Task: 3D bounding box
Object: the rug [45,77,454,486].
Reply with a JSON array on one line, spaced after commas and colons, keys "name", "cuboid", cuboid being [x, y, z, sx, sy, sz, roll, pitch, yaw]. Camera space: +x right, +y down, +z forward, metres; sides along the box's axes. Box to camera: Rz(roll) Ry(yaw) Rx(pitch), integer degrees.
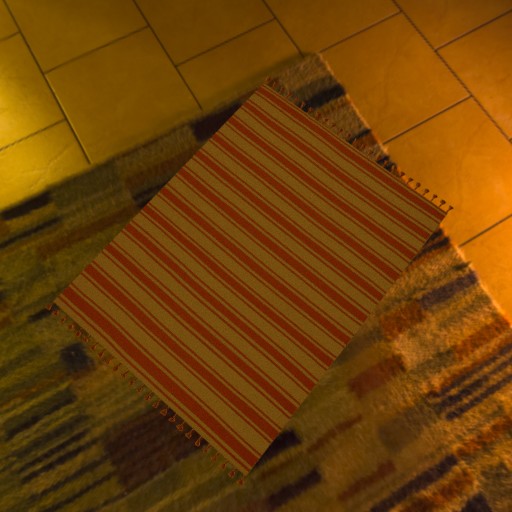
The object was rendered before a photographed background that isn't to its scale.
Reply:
[{"name": "rug", "cuboid": [0.000, 0.000, 4.379, 2.451, 0.035, 3.369, 39, 78, 10]}]
